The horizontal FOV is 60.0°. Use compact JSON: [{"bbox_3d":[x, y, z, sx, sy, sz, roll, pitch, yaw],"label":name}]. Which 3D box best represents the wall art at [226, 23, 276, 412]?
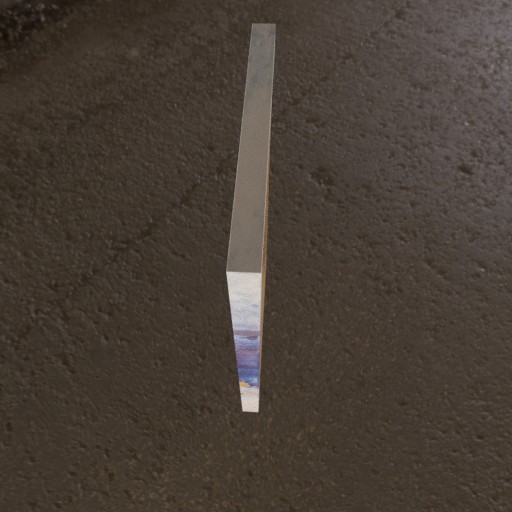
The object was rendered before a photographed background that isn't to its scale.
[{"bbox_3d":[0.000,0.000,1.129,0.048,0.874,0.583,3,59,2],"label":"wall art"}]
